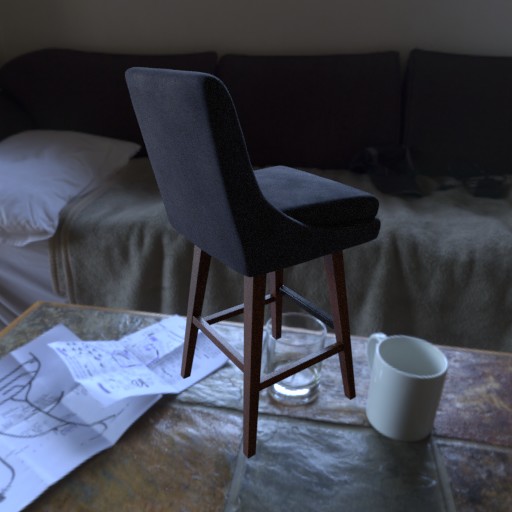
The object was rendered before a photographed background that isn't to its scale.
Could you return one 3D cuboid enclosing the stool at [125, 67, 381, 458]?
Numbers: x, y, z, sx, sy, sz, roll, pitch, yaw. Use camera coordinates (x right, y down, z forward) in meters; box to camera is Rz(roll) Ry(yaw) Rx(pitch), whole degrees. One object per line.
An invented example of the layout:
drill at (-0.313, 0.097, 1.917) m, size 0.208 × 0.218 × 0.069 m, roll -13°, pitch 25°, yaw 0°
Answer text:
stool at (0.000, 0.000, 1.359) m, size 0.572 × 1.068 × 0.489 m, roll -16°, pitch 30°, yaw -31°
